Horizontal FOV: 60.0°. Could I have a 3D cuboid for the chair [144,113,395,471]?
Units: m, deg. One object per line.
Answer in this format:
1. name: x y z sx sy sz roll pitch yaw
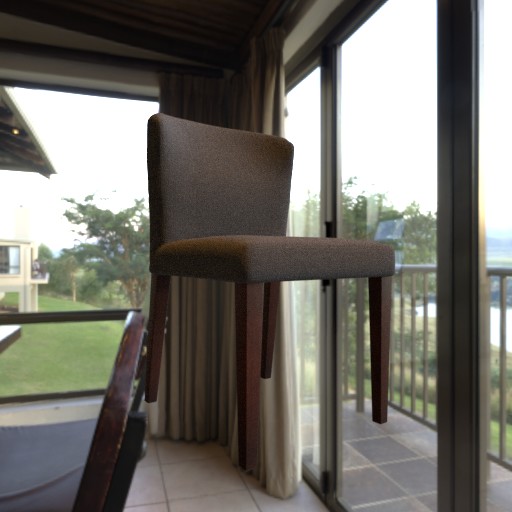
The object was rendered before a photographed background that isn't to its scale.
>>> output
1. chair: 0.000 0.000 1.207 0.491 0.839 0.589 0 0 -36
